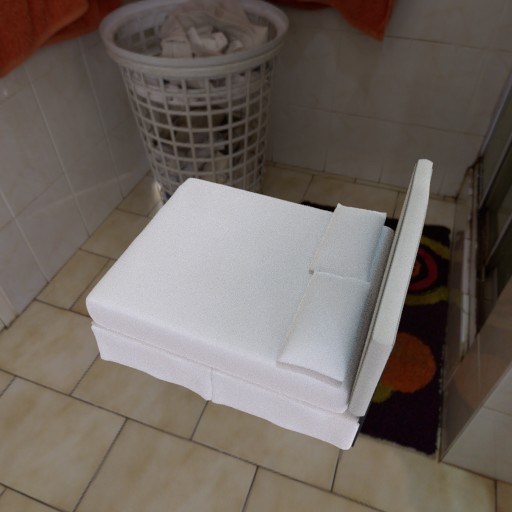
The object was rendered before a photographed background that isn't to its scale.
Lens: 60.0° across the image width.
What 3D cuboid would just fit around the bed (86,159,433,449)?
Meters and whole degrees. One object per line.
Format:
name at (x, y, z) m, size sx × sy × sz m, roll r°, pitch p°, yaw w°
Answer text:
bed at (0.000, 0.000, 3.449) m, size 2.180 × 1.607 × 1.813 m, roll 16°, pitch 48°, yaw 15°
